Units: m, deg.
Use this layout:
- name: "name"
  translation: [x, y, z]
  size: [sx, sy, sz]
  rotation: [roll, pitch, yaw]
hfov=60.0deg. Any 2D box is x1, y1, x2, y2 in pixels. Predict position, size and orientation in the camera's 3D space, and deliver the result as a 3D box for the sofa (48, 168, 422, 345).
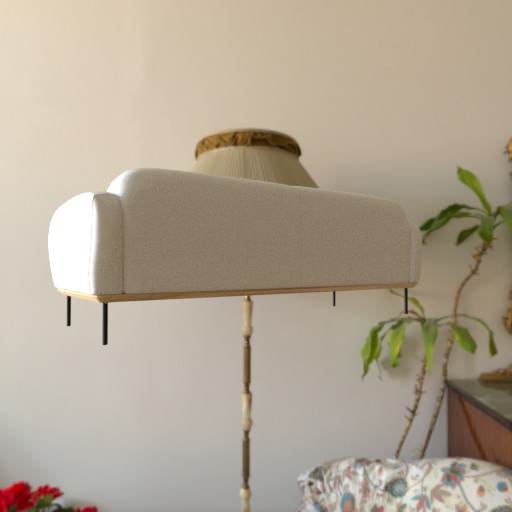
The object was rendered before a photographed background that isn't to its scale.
- name: "sofa"
  translation: [0.000, 0.000, 2.724]
  size: [2.257, 0.780, 0.880]
  rotation: [1, -1, -35]
